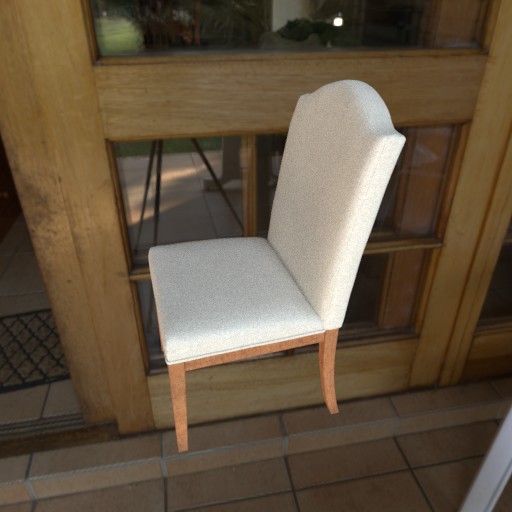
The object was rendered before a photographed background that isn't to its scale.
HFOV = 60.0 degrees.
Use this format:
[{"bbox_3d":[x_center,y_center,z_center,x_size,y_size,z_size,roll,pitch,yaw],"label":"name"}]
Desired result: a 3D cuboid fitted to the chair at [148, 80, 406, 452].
[{"bbox_3d":[0.000,0.000,1.393,0.648,1.012,0.534,-9,31,-14],"label":"chair"}]
